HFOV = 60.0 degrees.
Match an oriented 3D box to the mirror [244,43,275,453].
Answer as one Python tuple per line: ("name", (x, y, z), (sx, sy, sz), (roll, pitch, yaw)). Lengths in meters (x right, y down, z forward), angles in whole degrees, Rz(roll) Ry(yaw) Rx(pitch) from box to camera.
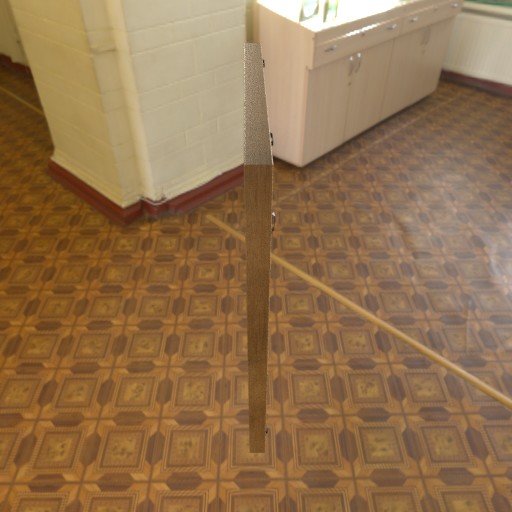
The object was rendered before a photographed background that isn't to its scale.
("mirror", (0.000, 0.000, 0.941), (0.039, 0.711, 0.508), (-1, 40, -1))
